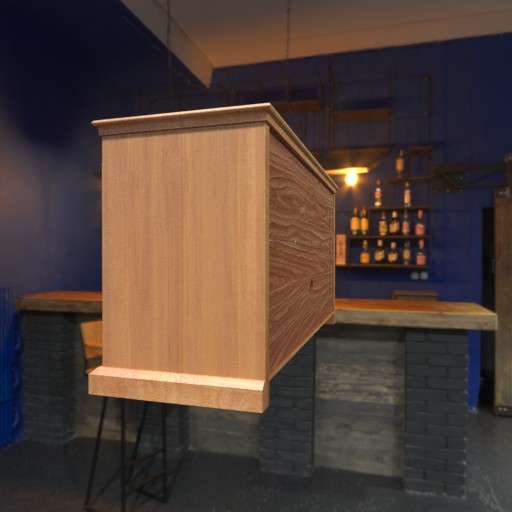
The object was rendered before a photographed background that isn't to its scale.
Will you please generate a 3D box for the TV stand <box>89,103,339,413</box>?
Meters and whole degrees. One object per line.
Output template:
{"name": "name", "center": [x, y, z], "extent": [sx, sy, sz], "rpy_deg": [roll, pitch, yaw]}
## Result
{"name": "TV stand", "center": [0.000, 0.000, 1.487], "extent": [0.417, 0.607, 1.181], "rpy_deg": [0, 0, 17]}
